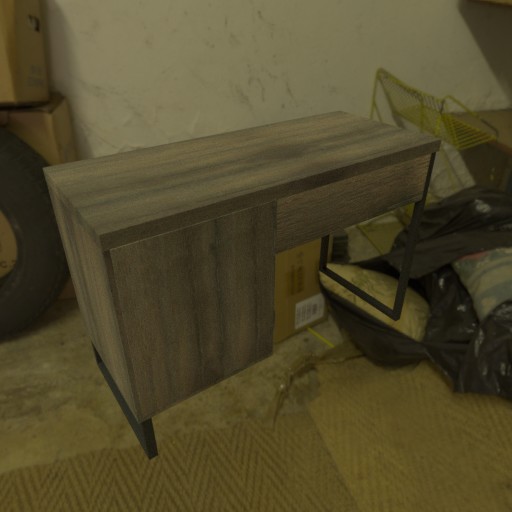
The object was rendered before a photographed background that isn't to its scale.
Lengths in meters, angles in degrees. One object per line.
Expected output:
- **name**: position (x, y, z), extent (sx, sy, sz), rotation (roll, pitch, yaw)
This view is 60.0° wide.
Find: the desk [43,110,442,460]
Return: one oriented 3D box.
- **desk**: position (0.000, 0.000, 1.547), extent (1.134, 0.752, 0.511), rotation (-20, 37, -29)
